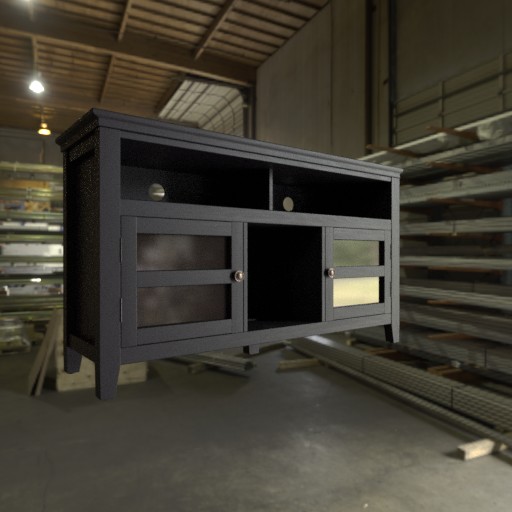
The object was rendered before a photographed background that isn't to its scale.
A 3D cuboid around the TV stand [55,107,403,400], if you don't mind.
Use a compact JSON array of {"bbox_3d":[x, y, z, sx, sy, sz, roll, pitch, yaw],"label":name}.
[{"bbox_3d":[0.000,0.000,1.508,1.198,0.681,0.347,0,0,-37],"label":"TV stand"}]
